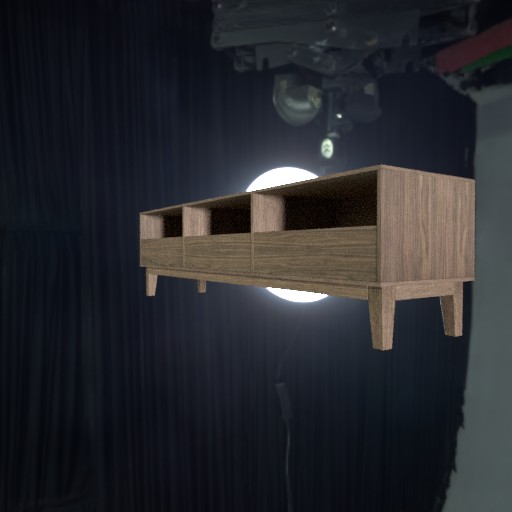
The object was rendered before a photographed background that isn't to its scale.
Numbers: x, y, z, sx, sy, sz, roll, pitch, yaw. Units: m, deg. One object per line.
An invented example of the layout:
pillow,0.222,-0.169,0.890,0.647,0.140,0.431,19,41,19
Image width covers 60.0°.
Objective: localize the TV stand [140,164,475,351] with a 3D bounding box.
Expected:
TV stand,0.000,0.000,1.662,0.366,0.409,1.482,-1,1,-34
